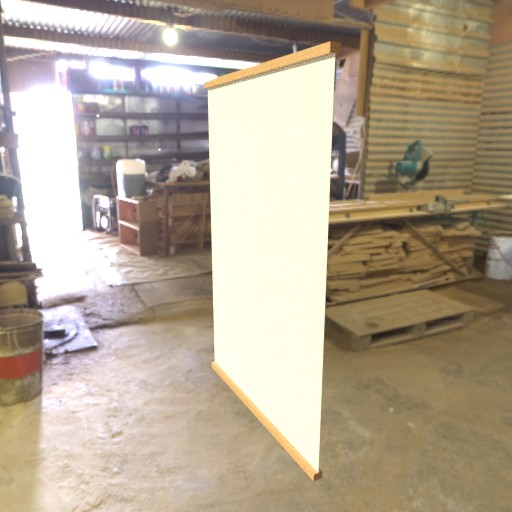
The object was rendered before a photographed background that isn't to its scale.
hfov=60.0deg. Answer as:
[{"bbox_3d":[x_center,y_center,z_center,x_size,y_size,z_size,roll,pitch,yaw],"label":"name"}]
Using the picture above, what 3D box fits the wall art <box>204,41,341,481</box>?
[{"bbox_3d":[0.000,0.000,1.903,0.040,1.510,0.991,-7,16,-27],"label":"wall art"}]
